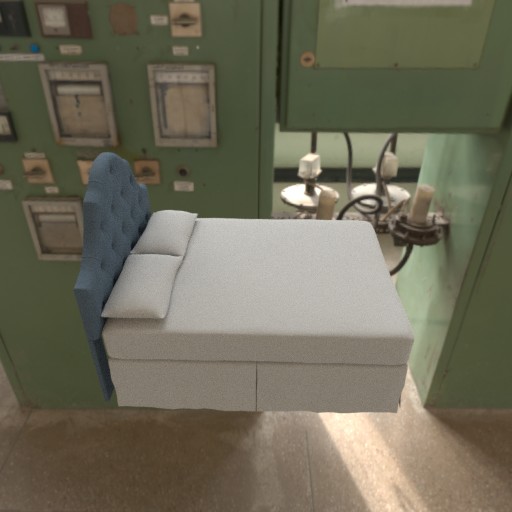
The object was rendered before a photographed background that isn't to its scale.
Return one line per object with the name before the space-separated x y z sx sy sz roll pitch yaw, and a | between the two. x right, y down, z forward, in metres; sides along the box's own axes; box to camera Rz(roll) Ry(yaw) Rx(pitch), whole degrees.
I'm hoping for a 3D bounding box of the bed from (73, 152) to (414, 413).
bed | 0.000 0.000 3.399 2.155 1.575 1.636 1 34 1
